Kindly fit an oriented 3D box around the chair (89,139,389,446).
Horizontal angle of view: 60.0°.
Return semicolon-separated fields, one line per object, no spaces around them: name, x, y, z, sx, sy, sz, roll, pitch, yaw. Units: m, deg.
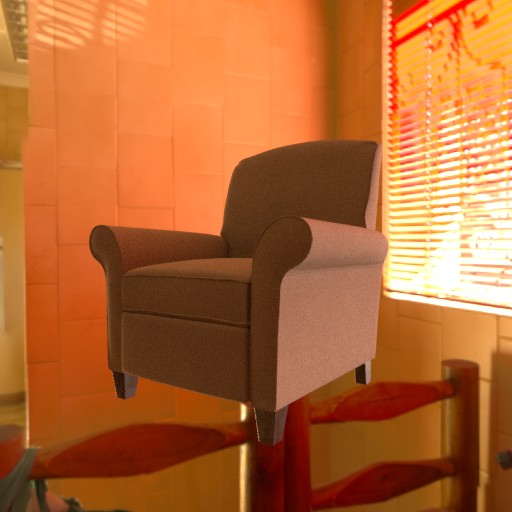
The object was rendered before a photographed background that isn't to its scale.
chair;0.000;0.000;1.789;0.978;1.061;0.905;1;1;36
